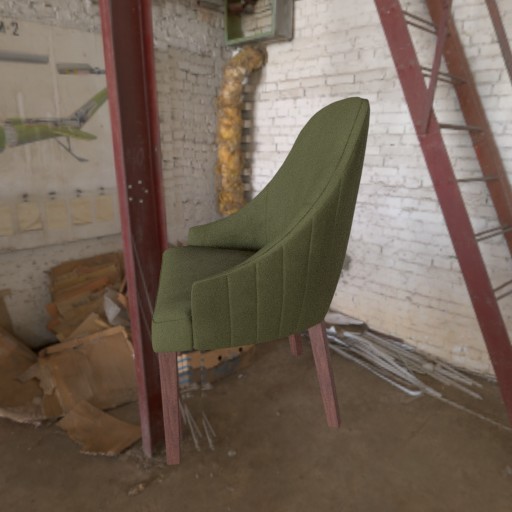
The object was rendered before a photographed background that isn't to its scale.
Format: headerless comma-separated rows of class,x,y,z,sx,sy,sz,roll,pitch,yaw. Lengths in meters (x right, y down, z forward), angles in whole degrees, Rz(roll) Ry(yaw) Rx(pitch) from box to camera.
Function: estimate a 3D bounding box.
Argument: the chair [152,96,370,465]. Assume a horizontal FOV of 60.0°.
chair,0.000,0.000,1.308,0.575,0.889,0.643,-2,15,-9
